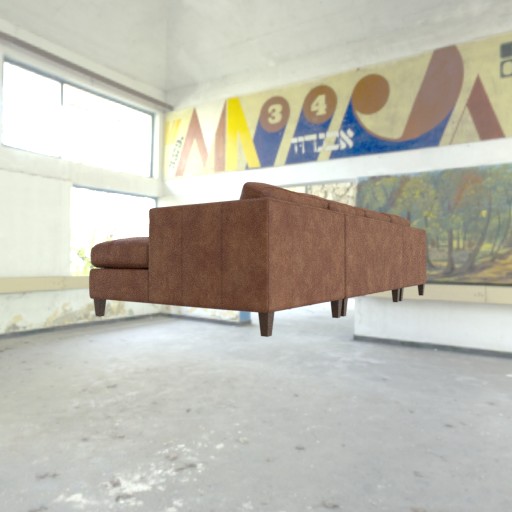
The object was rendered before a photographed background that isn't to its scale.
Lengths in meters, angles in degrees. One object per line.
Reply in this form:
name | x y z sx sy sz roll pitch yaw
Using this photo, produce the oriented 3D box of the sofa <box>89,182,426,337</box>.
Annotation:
sofa | 0.000 0.000 4.390 2.452 0.888 3.324 0 0 35
